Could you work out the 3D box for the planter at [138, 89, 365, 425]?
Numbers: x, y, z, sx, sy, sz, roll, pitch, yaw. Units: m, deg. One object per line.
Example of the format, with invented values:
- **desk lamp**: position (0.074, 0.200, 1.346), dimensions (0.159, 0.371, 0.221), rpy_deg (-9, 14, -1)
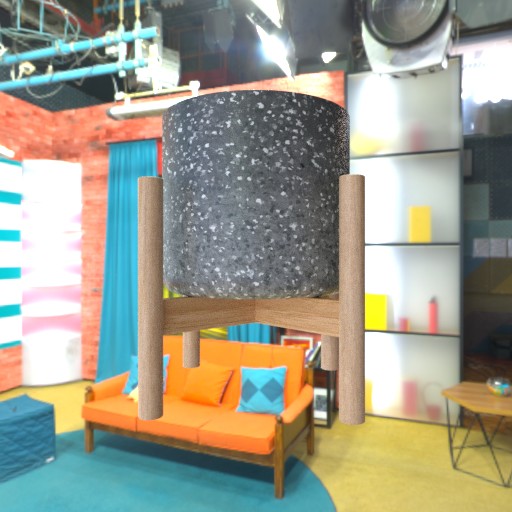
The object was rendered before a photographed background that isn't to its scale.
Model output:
- **planter**: position (0.000, 0.000, 0.536), dimensions (0.284, 0.320, 0.284), rpy_deg (0, 0, -19)
